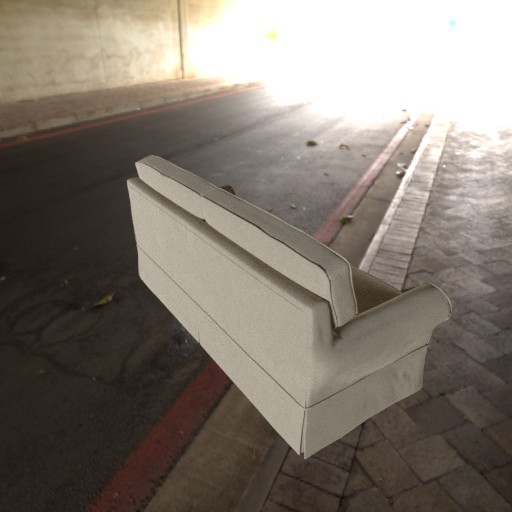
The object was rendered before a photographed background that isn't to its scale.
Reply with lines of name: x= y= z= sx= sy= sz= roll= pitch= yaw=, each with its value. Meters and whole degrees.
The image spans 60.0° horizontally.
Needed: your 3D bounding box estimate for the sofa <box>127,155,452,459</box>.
sofa: x=0.000 y=0.000 z=2.836 sx=0.900 sy=1.014 sz=2.246 roll=-16 pitch=31 yaw=-30
